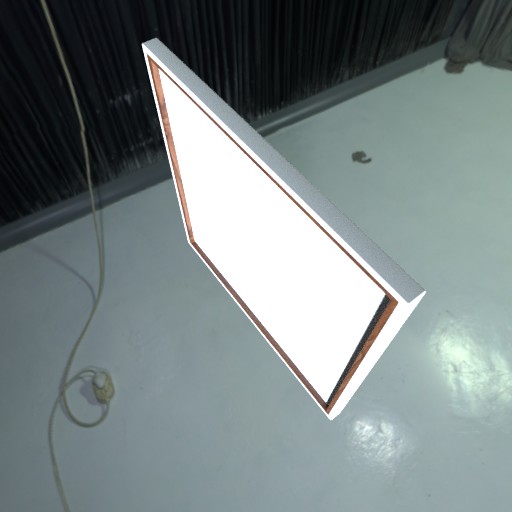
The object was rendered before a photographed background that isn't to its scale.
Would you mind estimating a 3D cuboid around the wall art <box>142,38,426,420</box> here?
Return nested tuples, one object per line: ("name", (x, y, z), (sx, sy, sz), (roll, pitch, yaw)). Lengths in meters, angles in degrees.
("wall art", (0.000, 0.000, 1.467), (0.049, 1.009, 1.009), (-32, 64, -18))
